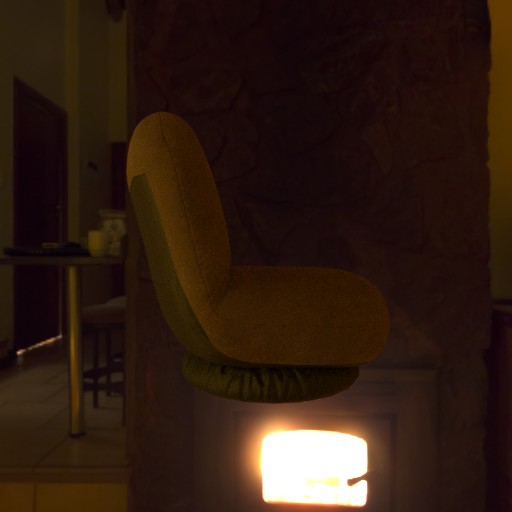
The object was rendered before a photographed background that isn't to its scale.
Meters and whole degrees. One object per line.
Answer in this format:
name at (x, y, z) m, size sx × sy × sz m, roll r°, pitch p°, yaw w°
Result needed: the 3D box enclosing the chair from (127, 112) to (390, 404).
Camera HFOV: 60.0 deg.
chair at (0.000, 0.000, 1.072) m, size 0.597 × 0.594 × 0.521 m, roll 0°, pitch 0°, yaw -18°
